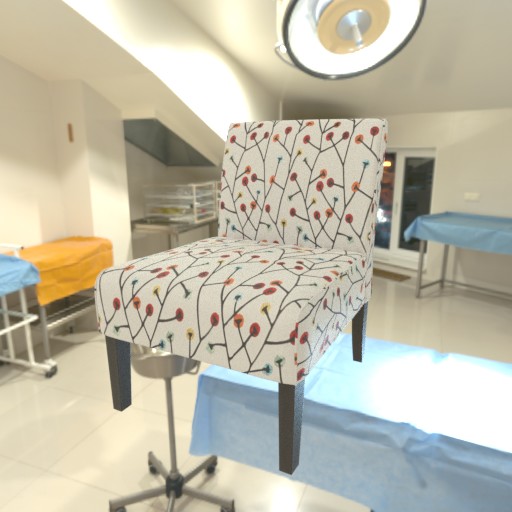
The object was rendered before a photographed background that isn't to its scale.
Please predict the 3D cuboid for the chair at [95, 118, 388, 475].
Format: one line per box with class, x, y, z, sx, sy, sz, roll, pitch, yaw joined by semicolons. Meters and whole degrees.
chair;0.000;0.000;1.328;0.597;0.813;0.732;7;16;27
